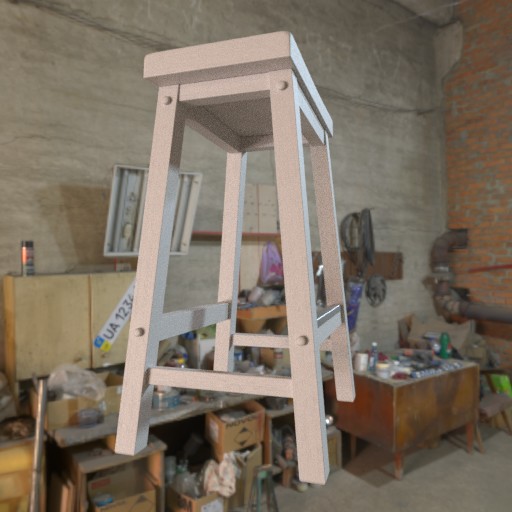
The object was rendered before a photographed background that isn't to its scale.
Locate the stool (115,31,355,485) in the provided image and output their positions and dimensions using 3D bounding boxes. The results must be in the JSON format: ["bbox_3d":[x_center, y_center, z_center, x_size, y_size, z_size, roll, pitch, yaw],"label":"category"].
[{"bbox_3d":[0.000,0.000,0.826,0.322,0.610,0.406,0,-1,18],"label":"stool"}]
